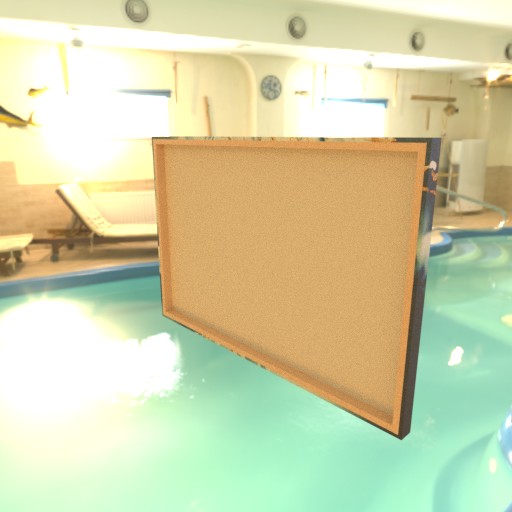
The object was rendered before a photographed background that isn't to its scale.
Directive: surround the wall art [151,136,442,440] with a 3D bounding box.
[{"bbox_3d":[0.000,0.000,1.171,0.038,0.608,0.912,-14,21,-42],"label":"wall art"}]
